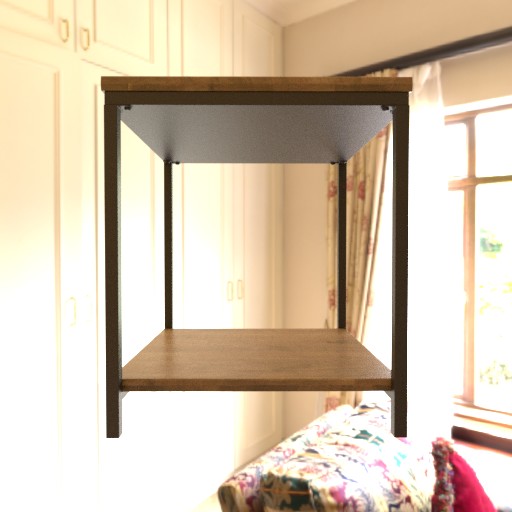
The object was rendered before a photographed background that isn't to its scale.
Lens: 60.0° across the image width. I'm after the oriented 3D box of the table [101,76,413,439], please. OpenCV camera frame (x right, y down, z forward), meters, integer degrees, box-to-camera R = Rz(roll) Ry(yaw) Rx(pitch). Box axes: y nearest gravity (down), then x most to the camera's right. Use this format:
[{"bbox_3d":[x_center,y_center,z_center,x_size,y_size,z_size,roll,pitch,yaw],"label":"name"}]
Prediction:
[{"bbox_3d":[0.000,0.000,0.974,0.503,0.589,0.507,0,1,0],"label":"table"}]
